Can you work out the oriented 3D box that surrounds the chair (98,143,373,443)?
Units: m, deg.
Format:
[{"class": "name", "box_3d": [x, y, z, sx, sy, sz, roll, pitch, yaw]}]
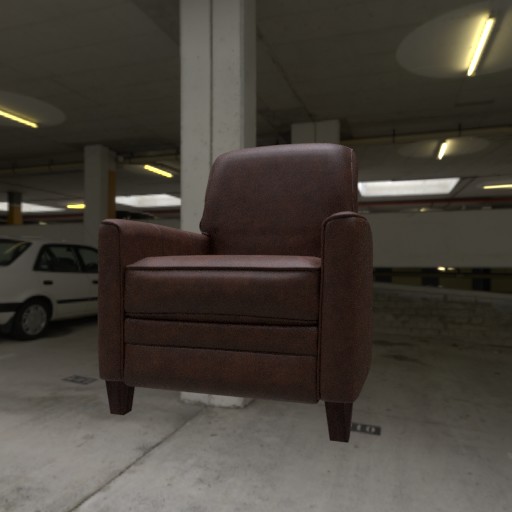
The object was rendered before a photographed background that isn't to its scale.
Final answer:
[{"class": "chair", "box_3d": [0.000, 0.000, 1.647, 0.839, 1.010, 0.850, 0, 0, 17]}]
